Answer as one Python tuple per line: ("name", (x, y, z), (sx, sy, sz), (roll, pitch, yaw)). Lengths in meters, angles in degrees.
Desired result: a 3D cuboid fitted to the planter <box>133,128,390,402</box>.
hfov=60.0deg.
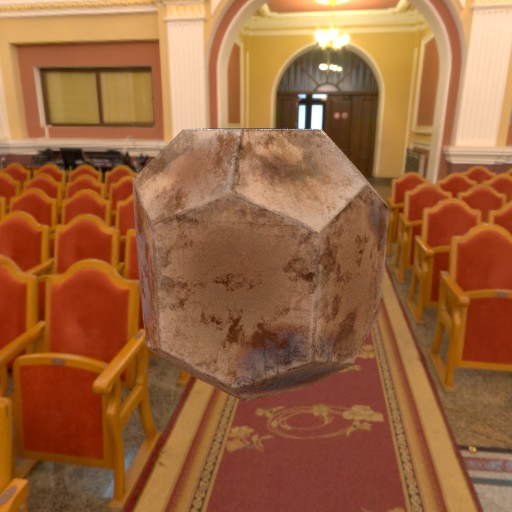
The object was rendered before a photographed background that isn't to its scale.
("planter", (0.000, 0.000, 0.431), (0.243, 0.238, 0.221), (3, 17, 9))
